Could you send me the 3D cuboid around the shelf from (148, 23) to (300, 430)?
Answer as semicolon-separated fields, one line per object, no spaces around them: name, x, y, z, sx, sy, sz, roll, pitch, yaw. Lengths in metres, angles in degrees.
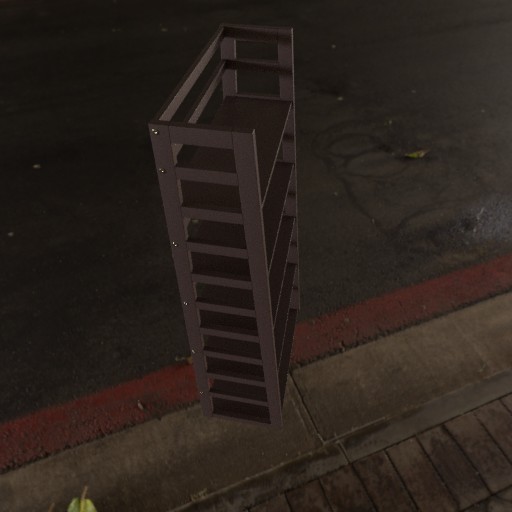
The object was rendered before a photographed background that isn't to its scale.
shelf;0.000;0.000;1.904;0.403;1.600;0.763;8;45;7
